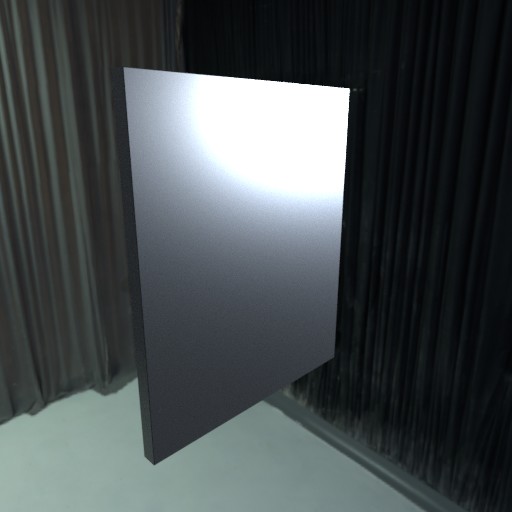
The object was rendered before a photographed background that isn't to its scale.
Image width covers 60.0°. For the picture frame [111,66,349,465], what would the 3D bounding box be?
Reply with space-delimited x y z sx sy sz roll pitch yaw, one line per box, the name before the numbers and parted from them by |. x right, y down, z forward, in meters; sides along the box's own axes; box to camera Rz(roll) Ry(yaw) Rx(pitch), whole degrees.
picture frame | 0.000 0.000 0.753 0.460 0.556 0.028 -16 23 -43
